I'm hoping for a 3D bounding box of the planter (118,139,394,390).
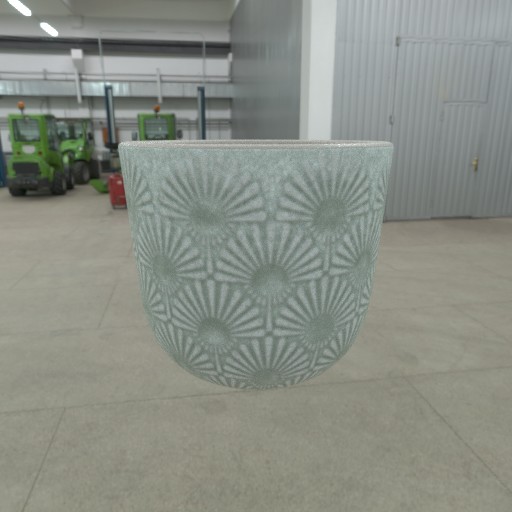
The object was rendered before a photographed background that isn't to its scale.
[{"bbox_3d":[0.000,0.000,0.304,0.170,0.152,0.170,0,15,0],"label":"planter"}]
